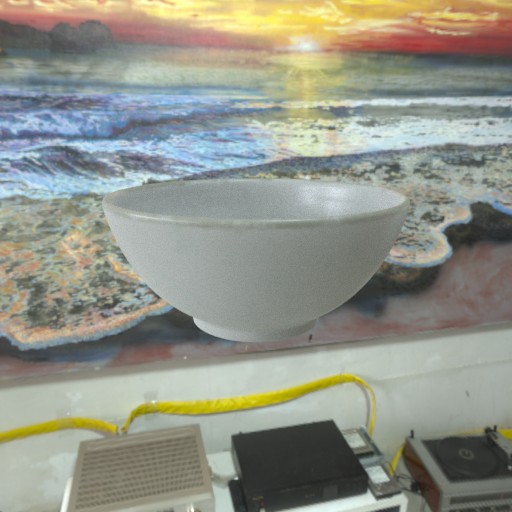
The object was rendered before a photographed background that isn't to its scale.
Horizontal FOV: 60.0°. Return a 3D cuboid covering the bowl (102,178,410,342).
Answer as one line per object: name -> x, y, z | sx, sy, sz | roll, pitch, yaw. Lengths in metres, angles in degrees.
bowl -> 0.000, 0.000, 0.422 | 0.268, 0.121, 0.268 | 0, 15, 0
